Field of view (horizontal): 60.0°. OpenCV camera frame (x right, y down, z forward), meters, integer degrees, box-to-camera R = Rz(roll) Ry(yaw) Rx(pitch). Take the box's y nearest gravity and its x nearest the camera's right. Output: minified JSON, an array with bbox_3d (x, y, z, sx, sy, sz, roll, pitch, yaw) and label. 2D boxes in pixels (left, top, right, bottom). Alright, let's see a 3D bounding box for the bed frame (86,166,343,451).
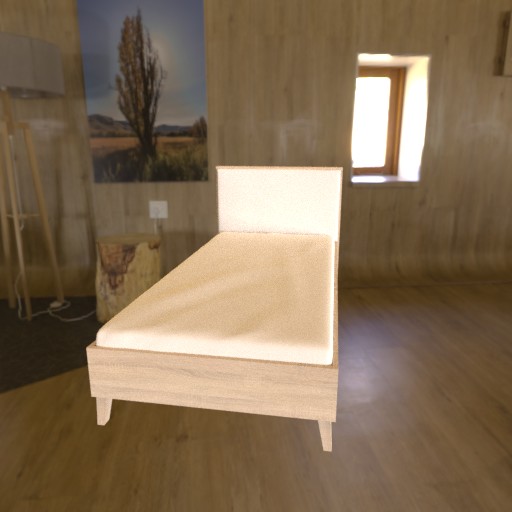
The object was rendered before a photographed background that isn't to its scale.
[{"bbox_3d":[0.000,0.000,2.617,0.990,0.920,2.140,3,15,10],"label":"bed frame"}]
